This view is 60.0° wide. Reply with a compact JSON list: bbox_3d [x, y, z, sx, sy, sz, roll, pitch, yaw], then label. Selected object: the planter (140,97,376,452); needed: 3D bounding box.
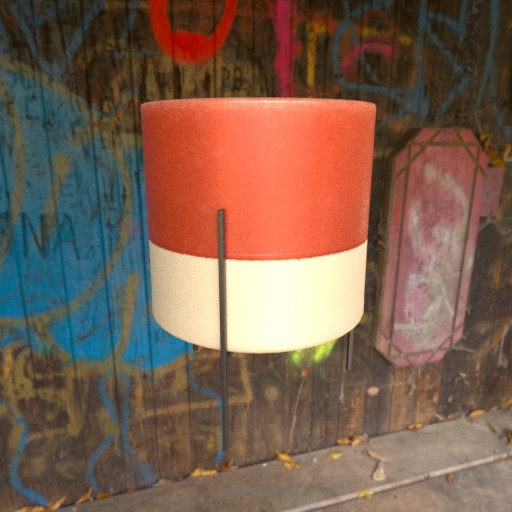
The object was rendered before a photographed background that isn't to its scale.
[{"bbox_3d":[0.000,0.000,0.725,0.354,0.465,0.345,15,21,43],"label":"planter"}]
